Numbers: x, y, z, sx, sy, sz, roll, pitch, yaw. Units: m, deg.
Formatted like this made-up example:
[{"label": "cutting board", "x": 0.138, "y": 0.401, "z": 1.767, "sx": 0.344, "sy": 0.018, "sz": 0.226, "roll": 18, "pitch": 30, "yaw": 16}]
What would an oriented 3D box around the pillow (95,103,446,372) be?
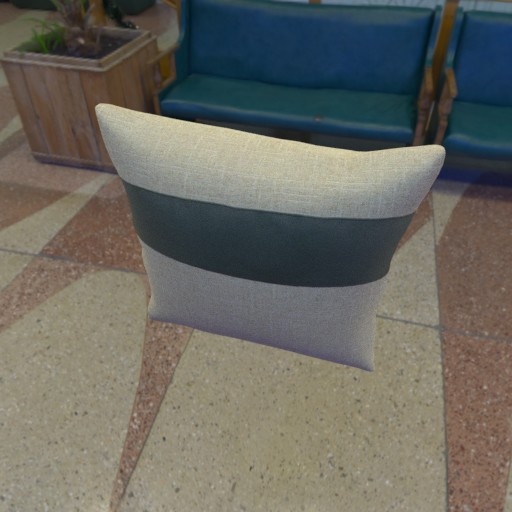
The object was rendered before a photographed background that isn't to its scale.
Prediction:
[{"label": "pillow", "x": 0.000, "y": 0.000, "z": 0.635, "sx": 0.414, "sy": 0.399, "sz": 0.173, "roll": 11, "pitch": 42, "yaw": 12}]
